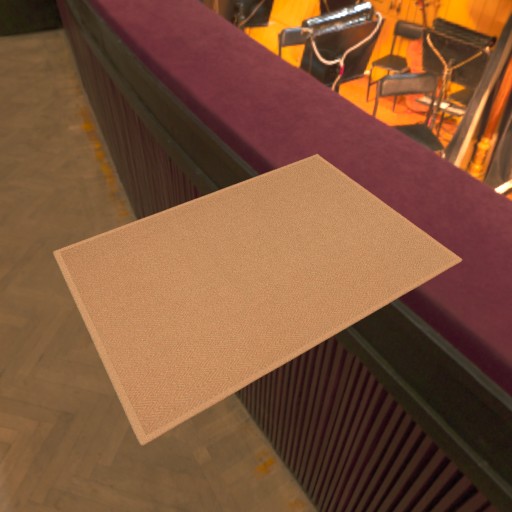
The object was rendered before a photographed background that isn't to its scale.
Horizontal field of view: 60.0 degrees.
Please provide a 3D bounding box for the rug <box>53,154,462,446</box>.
[{"bbox_3d":[0.000,0.000,2.929,2.244,0.017,1.532,-24,49,-23],"label":"rug"}]
